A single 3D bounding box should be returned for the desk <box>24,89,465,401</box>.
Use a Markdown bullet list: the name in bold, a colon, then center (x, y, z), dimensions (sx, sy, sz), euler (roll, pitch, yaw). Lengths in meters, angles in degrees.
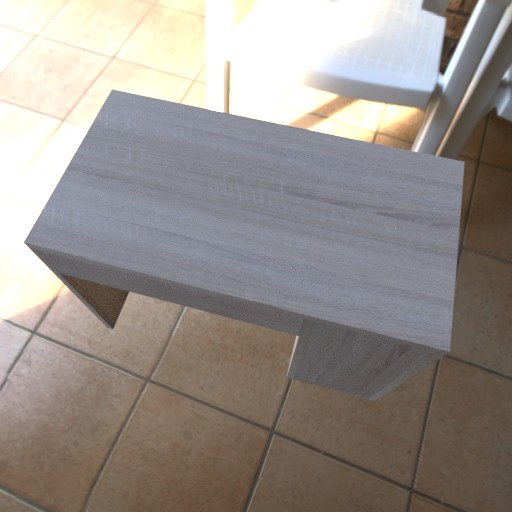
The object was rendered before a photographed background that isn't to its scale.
- **desk**: center (0.000, 0.000, 1.552), dimensions (1.100, 0.731, 0.600), euler (14, 64, 7)
